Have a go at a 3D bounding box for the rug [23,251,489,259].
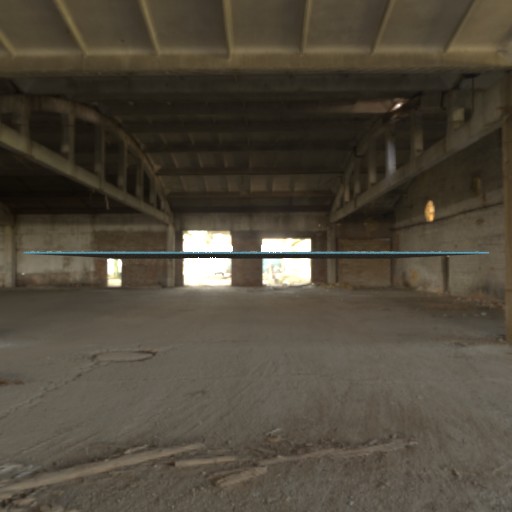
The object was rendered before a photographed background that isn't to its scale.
[{"bbox_3d":[0.000,0.000,2.871,2.205,0.012,1.554,0,-1,0],"label":"rug"}]
